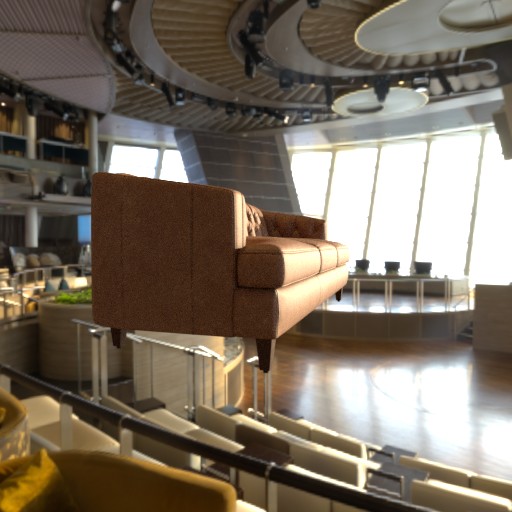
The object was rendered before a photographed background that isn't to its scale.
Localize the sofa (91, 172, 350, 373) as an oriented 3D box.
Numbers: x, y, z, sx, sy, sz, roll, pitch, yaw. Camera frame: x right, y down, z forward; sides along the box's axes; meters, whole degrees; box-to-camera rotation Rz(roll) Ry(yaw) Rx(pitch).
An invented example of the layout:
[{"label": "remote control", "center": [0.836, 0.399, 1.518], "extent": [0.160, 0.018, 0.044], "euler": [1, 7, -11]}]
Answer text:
[{"label": "sofa", "center": [0.000, 0.000, 2.709], "extent": [0.922, 0.791, 2.257], "euler": [0, 2, 18]}]
